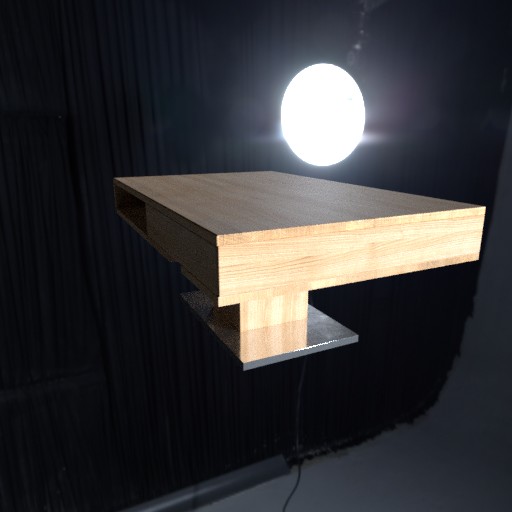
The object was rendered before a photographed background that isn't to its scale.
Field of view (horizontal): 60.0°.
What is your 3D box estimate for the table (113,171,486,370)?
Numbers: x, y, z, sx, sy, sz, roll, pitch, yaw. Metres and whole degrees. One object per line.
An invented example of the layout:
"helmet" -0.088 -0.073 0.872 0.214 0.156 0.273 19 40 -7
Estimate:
"table" 0.000 0.000 1.459 0.700 0.440 1.100 -8 18 -25
